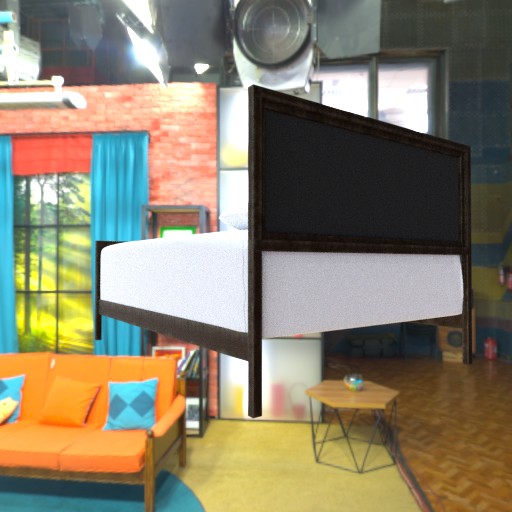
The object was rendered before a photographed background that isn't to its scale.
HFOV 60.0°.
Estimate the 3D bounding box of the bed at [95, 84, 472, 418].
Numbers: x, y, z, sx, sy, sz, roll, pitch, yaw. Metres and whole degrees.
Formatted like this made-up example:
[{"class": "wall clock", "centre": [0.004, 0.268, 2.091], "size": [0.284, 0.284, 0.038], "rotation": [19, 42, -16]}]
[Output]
[{"class": "bed", "centre": [0.000, 0.000, 3.107], "size": [1.607, 1.313, 2.221], "rotation": [1, -1, -35]}]
